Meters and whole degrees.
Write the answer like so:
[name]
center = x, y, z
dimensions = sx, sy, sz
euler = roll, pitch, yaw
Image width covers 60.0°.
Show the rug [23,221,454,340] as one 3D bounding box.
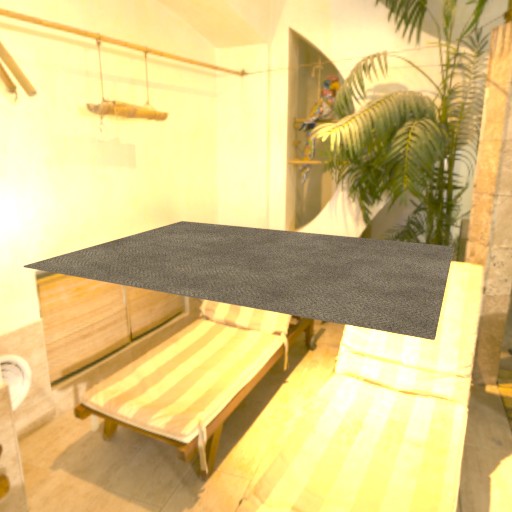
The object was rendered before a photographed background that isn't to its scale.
[rug]
center = 0.000, 0.000, 2.800
dimensions = 2.235, 0.008, 1.600
euler = 7, 16, 25
